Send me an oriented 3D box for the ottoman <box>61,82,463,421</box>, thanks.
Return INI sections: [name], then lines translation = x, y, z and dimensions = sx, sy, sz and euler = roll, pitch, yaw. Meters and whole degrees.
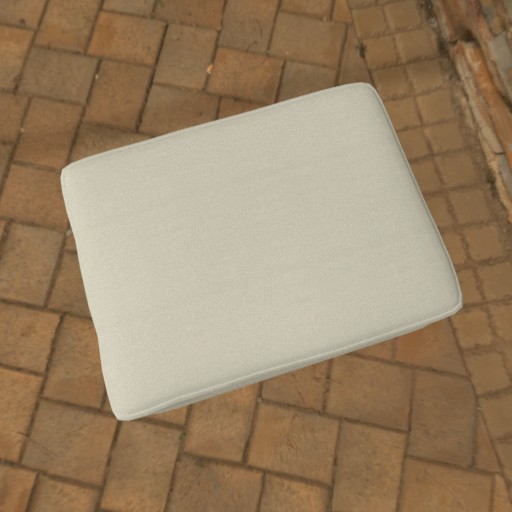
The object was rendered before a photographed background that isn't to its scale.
[ottoman]
translation = 0.000, 0.000, 1.205
dimensions = 0.818, 0.496, 0.634
euler = -17, 77, -4
